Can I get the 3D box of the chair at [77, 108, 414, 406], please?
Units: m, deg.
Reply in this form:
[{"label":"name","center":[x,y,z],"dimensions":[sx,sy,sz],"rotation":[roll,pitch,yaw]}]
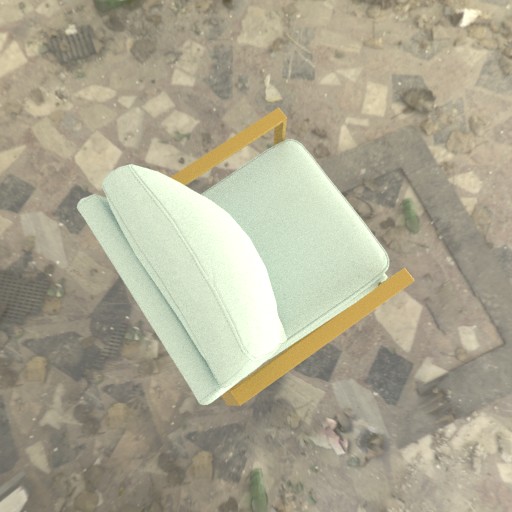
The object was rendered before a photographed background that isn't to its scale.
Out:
[{"label":"chair","center":[0.000,0.000,1.554],"dimensions":[0.813,0.956,0.758],"rotation":[-34,79,-8]}]
